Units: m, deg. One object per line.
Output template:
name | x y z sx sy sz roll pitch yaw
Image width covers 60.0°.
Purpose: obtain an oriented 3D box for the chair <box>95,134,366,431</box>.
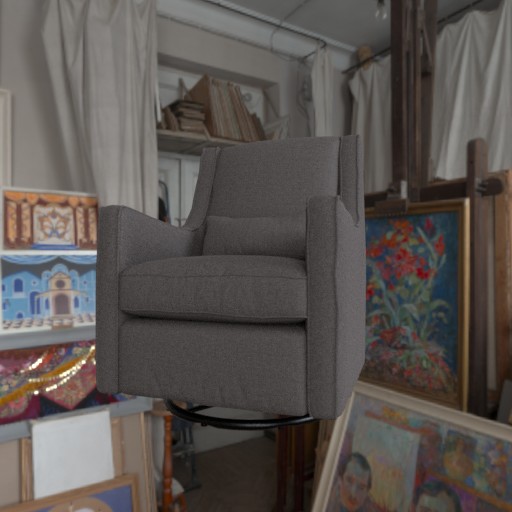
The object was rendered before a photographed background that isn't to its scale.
chair | 0.000 0.000 1.588 0.732 0.993 0.879 0 0 19
